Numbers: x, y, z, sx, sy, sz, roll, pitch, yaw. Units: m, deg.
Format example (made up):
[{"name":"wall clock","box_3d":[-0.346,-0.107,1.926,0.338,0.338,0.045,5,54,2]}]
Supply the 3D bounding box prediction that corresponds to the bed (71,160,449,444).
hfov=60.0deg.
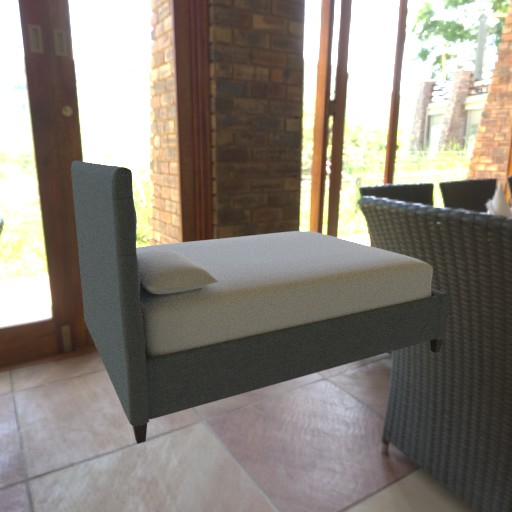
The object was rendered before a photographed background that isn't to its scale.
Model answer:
[{"name":"bed","box_3d":[0.000,0.000,3.363,2.335,1.411,1.698,-7,15,-28]}]
